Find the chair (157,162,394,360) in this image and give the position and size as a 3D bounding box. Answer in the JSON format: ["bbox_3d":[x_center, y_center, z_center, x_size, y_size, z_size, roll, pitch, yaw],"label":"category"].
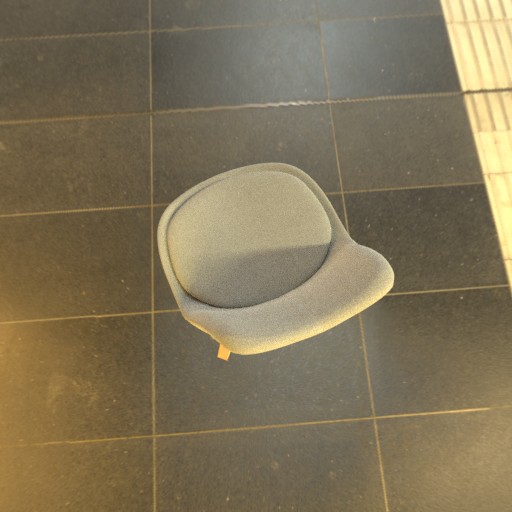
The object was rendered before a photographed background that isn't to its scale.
[{"bbox_3d":[0.000,0.000,1.195,0.474,0.863,0.549,-23,75,-7],"label":"chair"}]
